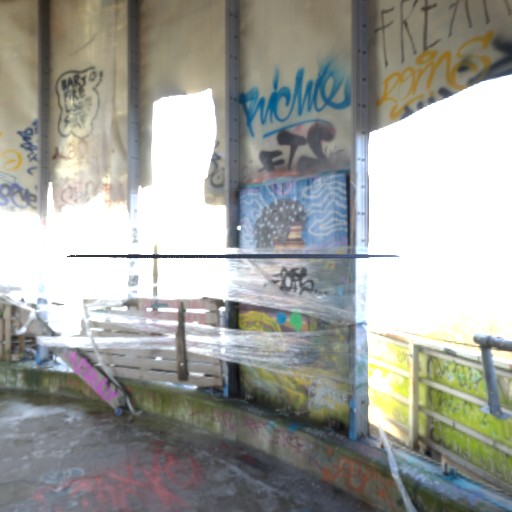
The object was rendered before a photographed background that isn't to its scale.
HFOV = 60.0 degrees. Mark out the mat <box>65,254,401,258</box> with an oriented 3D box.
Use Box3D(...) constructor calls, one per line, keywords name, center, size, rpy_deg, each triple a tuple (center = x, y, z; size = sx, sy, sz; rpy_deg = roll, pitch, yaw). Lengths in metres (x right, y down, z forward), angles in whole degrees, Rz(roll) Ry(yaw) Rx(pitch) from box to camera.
Box3D(name="mat", center=(0.000, 0.000, 1.865), size=(1.525, 0.016, 0.917), rpy_deg=(0, 0, -19))
